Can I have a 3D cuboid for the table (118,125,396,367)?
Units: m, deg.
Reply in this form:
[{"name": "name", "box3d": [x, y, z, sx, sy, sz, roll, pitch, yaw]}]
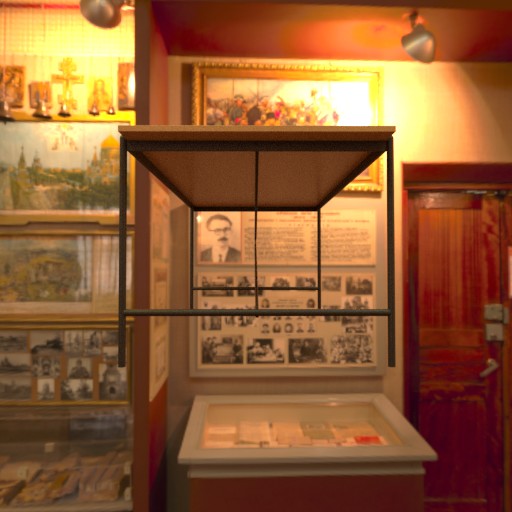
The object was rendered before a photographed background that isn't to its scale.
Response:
[{"name": "table", "box3d": [0.000, 0.000, 2.249, 0.900, 0.758, 1.800, 0, -1, 0]}]
